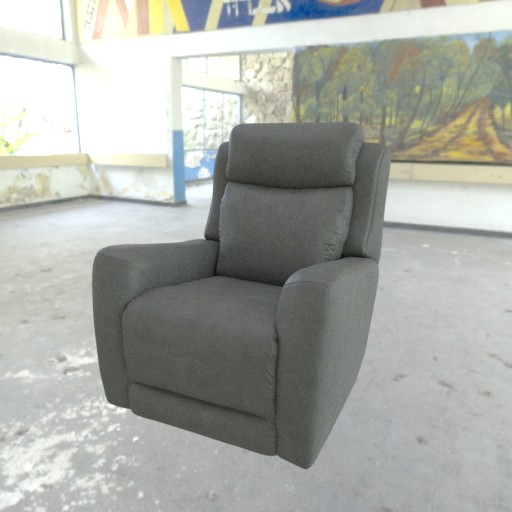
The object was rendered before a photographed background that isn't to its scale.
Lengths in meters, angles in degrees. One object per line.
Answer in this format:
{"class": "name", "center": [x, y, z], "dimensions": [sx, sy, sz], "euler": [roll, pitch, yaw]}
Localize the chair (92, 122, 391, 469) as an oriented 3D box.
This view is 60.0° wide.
{"class": "chair", "center": [0.000, 0.000, 1.901], "dimensions": [0.967, 1.116, 1.068], "euler": [7, 17, 25]}
